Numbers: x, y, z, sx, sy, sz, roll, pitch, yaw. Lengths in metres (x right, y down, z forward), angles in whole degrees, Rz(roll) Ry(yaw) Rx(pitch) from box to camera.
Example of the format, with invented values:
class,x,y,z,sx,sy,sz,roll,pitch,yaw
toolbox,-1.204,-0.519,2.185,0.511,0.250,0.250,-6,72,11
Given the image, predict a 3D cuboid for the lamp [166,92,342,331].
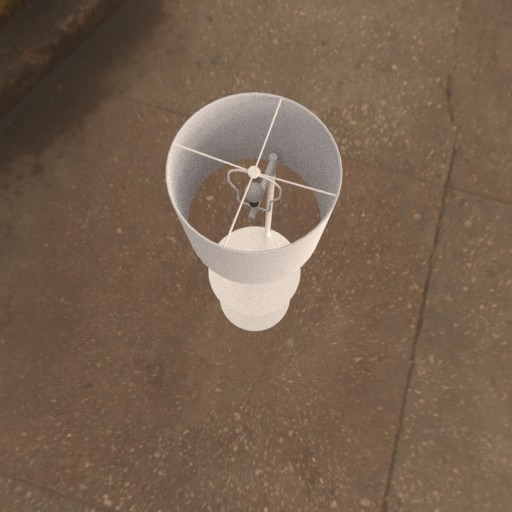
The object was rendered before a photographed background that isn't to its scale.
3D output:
class,x,y,z,sx,sy,sz,roll,pitch,yaw
lamp,0.000,0.000,1.641,0.372,1.465,0.405,19,75,5
